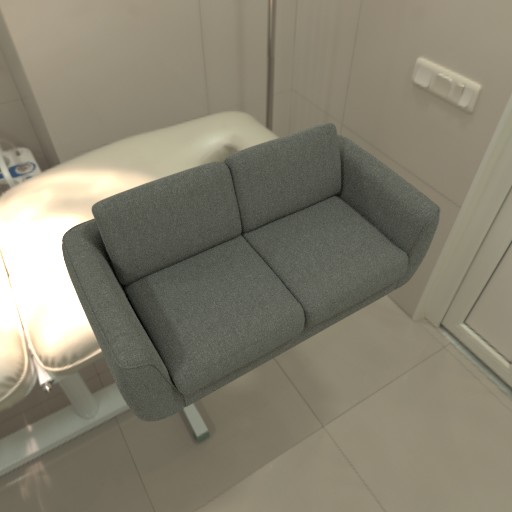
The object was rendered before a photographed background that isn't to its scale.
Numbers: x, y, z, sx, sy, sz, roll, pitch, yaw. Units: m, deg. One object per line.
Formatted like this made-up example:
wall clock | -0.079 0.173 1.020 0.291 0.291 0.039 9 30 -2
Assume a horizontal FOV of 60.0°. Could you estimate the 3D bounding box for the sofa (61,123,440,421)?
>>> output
sofa | 0.000 0.000 2.260 1.700 0.870 0.920 -24 52 -21
